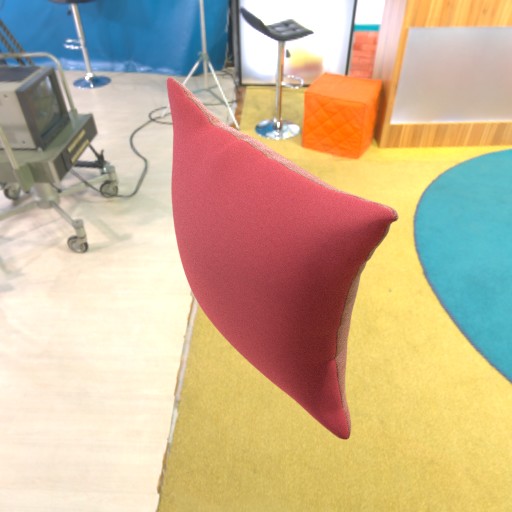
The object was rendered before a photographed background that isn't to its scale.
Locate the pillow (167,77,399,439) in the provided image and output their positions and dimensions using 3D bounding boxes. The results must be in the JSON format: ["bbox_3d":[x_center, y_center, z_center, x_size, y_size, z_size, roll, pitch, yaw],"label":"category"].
[{"bbox_3d":[0.000,0.000,0.815,0.229,0.501,0.559,-26,47,-27],"label":"pillow"}]
